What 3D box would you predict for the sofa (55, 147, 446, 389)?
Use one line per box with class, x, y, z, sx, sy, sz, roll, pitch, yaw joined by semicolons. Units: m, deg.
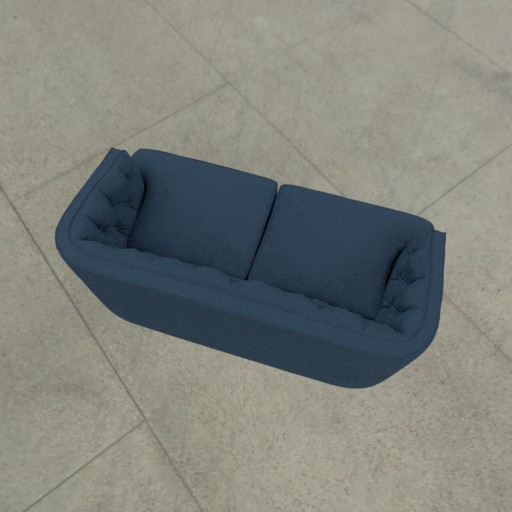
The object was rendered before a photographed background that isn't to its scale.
sofa;0.000;0.000;2.307;1.733;0.854;0.941;15;65;7
